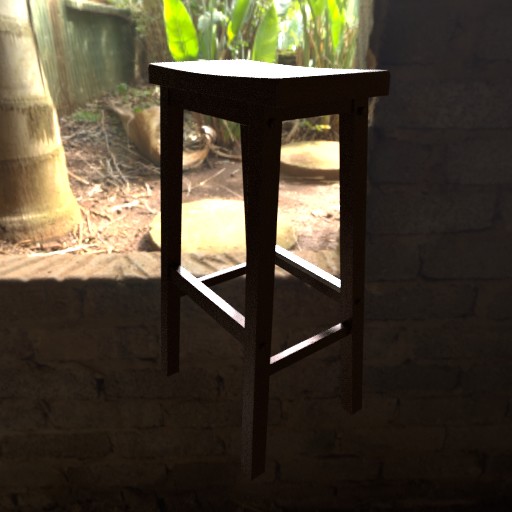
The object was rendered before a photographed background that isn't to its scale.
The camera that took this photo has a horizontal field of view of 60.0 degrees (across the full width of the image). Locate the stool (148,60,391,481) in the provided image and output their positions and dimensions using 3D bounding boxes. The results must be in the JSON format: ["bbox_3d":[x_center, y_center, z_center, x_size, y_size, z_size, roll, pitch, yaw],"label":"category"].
[{"bbox_3d":[0.000,0.000,0.942,0.322,0.742,0.406,-18,32,-32],"label":"stool"}]
